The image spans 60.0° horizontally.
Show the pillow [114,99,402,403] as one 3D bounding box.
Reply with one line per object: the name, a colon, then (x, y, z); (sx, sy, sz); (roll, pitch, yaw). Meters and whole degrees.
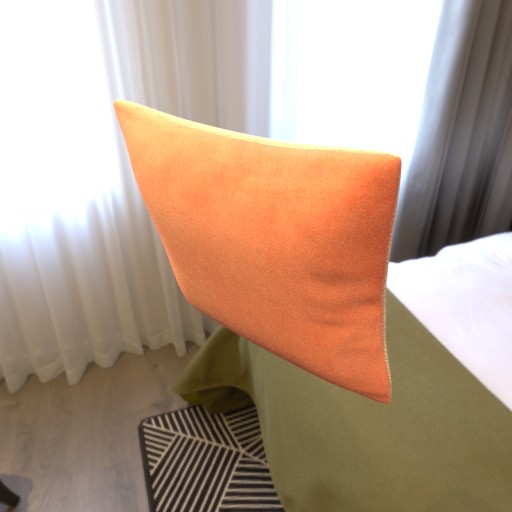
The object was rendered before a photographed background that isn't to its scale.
pillow: (0.000, 0.000, 0.639); (0.424, 0.401, 0.177); (22, 36, 34)
